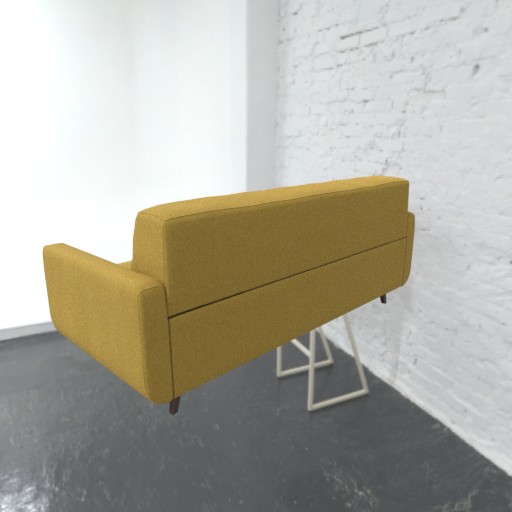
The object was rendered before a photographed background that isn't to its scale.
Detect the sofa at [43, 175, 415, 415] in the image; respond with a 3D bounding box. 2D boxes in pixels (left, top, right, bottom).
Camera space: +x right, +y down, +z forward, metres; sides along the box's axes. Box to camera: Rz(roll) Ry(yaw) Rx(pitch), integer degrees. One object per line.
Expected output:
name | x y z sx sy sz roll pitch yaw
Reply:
sofa | 0.000 0.000 2.513 0.909 0.841 2.029 15 22 43
